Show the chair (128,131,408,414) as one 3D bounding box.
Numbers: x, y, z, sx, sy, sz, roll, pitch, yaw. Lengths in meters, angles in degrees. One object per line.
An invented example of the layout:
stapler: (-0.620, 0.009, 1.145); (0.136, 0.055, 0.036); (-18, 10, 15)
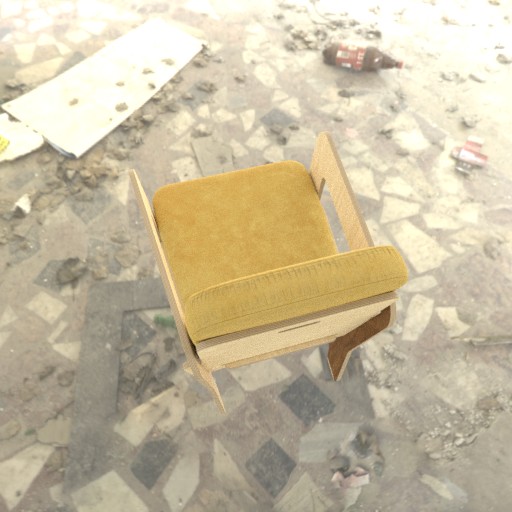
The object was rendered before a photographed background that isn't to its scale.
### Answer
chair: (0.000, 0.000, 1.278); (0.590, 0.800, 0.710); (-13, 58, -8)
